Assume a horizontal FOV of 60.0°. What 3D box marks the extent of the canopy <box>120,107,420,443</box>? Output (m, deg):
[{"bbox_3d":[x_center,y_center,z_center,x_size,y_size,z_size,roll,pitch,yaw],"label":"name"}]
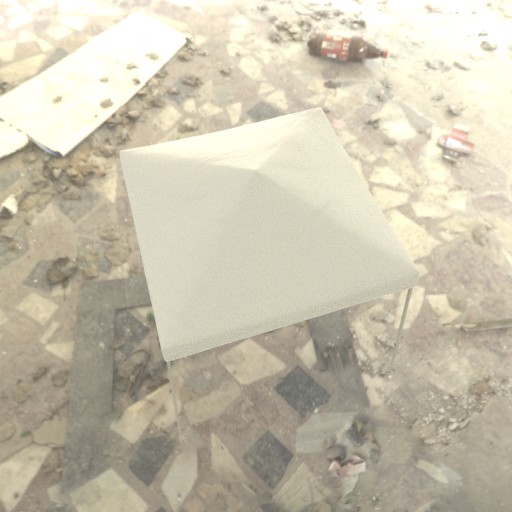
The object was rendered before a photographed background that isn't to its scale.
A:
[{"bbox_3d":[0.000,0.000,6.497,3.600,3.600,3.599,-15,59,-9],"label":"canopy"}]
